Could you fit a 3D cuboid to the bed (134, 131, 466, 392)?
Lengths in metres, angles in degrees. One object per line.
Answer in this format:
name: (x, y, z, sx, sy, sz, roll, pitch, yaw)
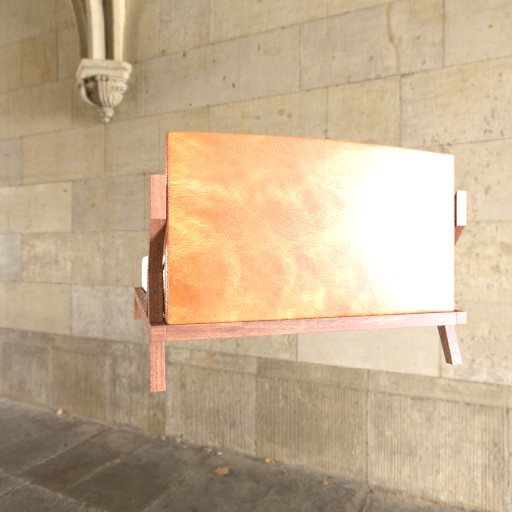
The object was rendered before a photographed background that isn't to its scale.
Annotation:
bed: (0.000, 0.000, 3.239, 1.651, 1.168, 2.311, 0, 0, -17)
